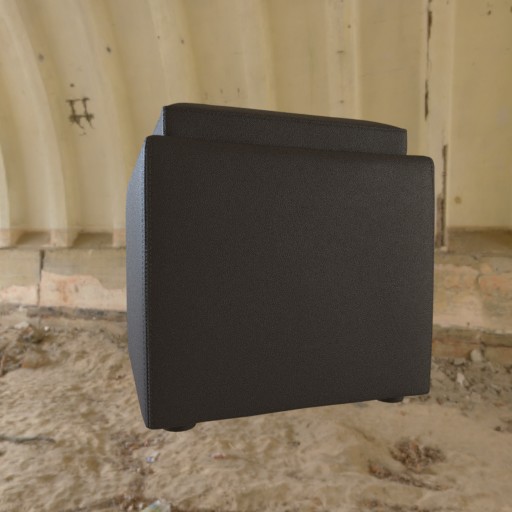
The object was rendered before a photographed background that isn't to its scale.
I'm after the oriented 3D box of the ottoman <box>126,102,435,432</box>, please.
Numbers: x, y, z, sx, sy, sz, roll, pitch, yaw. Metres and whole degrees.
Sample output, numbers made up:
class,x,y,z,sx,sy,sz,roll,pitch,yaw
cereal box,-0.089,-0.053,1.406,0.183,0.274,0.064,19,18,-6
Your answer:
class,x,y,z,sx,sy,sz,roll,pitch,yaw
ottoman,0.000,0.000,0.821,0.451,0.460,0.450,0,2,-19
